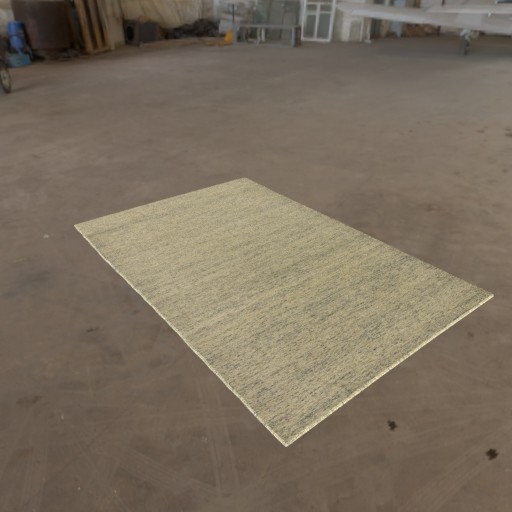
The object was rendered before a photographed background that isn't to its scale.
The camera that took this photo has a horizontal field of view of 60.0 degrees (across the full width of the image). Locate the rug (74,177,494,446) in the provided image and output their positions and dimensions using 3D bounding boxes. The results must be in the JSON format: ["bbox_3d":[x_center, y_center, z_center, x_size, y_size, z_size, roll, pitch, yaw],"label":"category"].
[{"bbox_3d":[0.000,0.000,2.260,1.243,0.014,1.846,-22,37,-32],"label":"rug"}]
